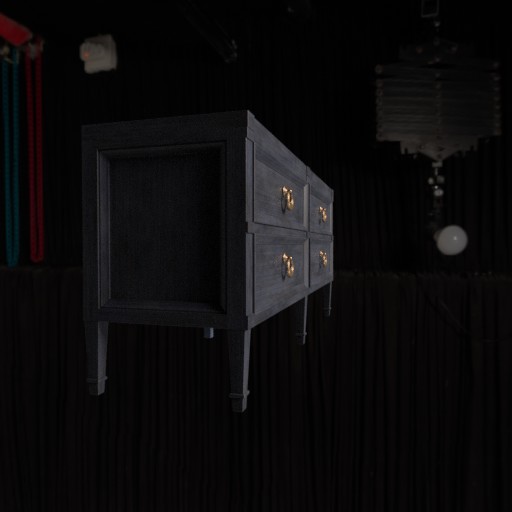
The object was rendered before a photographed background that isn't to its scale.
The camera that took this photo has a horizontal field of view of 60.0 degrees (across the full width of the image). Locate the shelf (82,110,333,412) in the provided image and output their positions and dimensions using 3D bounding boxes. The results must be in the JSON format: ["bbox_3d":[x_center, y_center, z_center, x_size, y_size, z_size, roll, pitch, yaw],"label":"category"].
[{"bbox_3d":[0.000,0.000,1.859,0.479,0.719,1.575,0,1,17],"label":"shelf"}]
